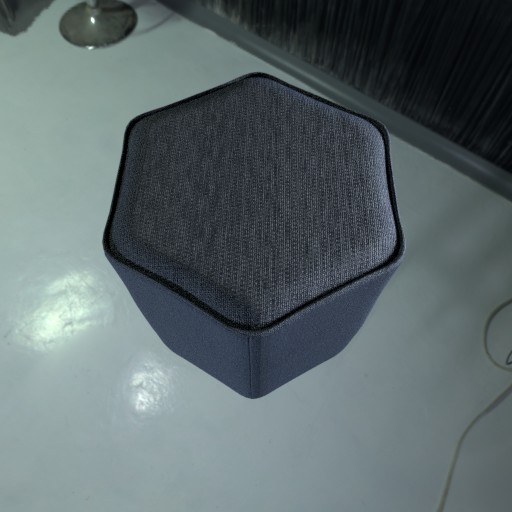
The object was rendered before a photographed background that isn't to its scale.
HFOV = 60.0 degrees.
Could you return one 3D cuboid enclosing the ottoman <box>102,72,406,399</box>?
[{"bbox_3d":[0.000,0.000,0.889,0.492,0.505,0.454,32,67,15],"label":"ottoman"}]
